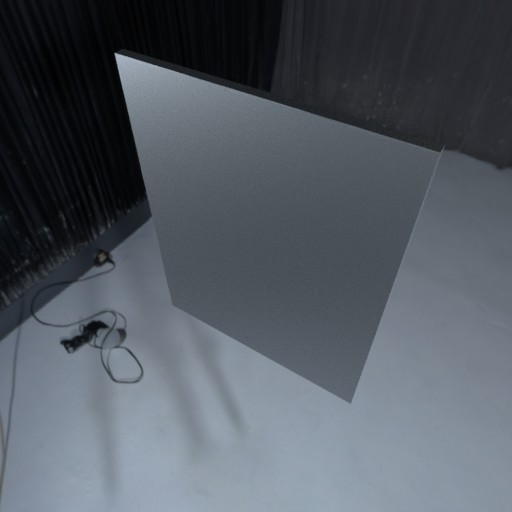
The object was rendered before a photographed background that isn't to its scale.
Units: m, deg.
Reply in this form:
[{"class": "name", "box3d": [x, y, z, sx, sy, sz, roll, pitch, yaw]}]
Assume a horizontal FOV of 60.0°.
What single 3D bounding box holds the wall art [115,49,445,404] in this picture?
[{"class": "wall art", "box3d": [0.000, 0.000, 1.350, 0.816, 1.046, 0.030, 25, 52, 21]}]
